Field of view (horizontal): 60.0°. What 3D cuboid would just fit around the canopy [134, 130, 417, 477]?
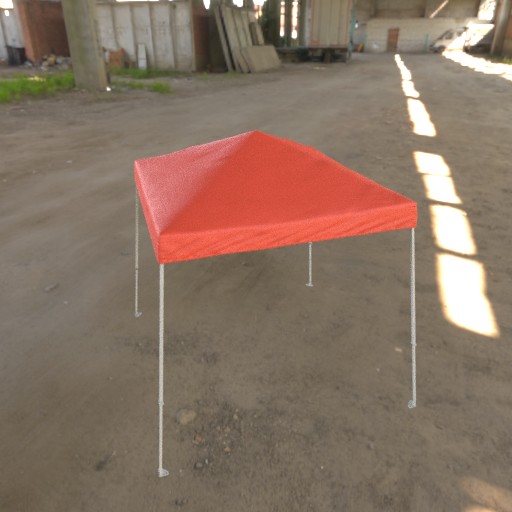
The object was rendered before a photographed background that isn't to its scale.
[{"bbox_3d":[0.000,0.000,5.134,2.850,2.850,2.849,-8,28,-16],"label":"canopy"}]
